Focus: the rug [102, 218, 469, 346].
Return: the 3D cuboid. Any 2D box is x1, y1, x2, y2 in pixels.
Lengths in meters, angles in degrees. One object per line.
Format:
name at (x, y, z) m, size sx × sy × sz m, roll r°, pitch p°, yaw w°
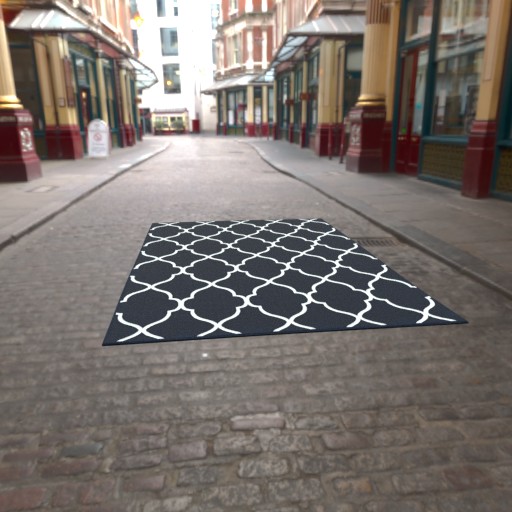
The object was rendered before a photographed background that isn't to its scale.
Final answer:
rug at (0.000, 0.000, 2.884) m, size 1.528 × 0.014 × 2.294 m, roll -2°, pitch 16°, yaw -8°
